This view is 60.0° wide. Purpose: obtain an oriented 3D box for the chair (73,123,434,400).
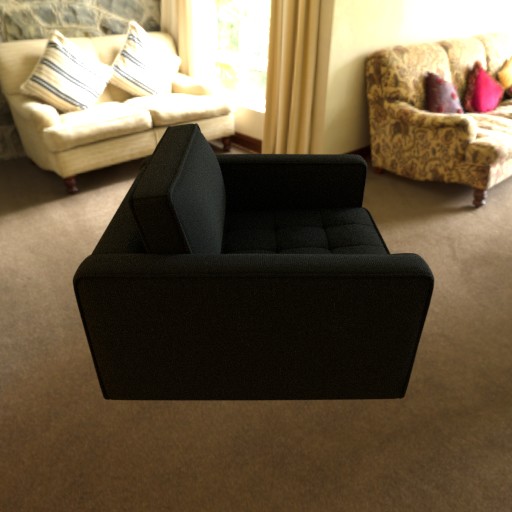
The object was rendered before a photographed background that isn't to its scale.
[{"bbox_3d":[0.000,0.000,1.556,0.920,0.770,0.899,0,32,0],"label":"chair"}]
